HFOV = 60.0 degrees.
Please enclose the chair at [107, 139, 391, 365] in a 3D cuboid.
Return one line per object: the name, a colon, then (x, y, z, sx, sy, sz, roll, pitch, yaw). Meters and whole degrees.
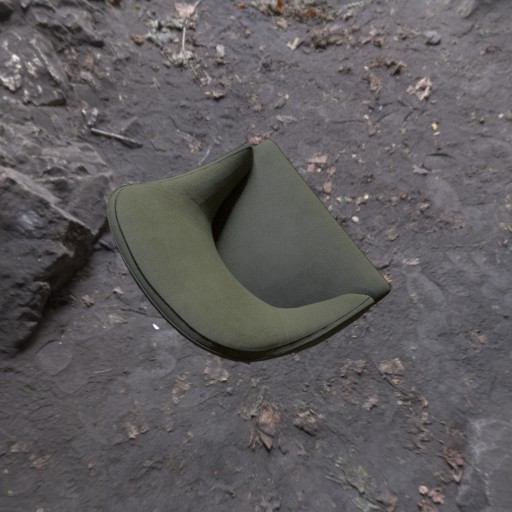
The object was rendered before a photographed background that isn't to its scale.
chair: (0.000, 0.000, 1.302, 0.575, 0.889, 0.643, -35, 78, -9)
